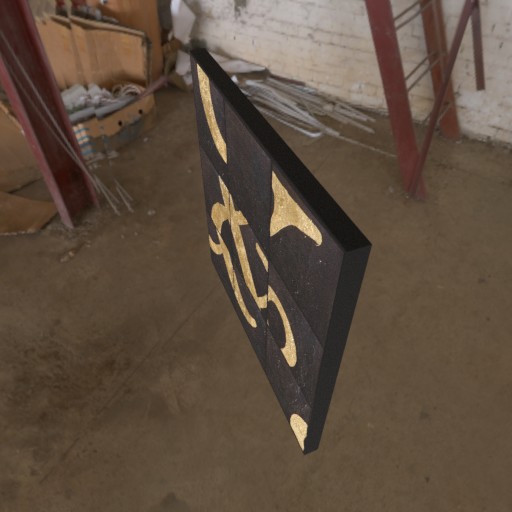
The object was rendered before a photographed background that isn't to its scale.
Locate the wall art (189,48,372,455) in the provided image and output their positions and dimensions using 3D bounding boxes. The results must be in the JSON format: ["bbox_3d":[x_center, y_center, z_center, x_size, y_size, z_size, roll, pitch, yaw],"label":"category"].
[{"bbox_3d":[0.000,0.000,1.133,0.044,0.758,0.758,-17,48,-15],"label":"wall art"}]
